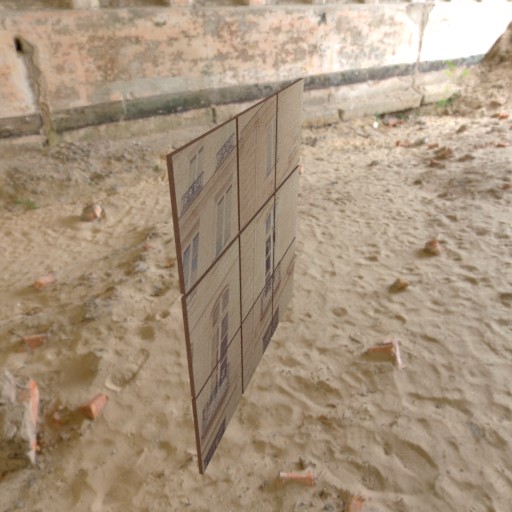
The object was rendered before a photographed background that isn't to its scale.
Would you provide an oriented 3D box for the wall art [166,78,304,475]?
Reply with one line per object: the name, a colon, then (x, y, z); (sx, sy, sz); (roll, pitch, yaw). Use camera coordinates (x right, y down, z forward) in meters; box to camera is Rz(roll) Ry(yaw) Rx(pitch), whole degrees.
wall art: (0.000, 0.000, 1.845); (0.024, 1.218, 1.221); (10, 32, 17)
